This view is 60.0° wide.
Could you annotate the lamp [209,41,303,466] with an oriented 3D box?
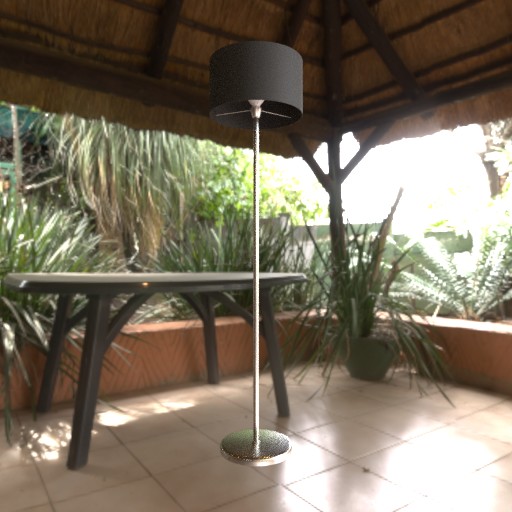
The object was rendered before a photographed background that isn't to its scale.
[{"bbox_3d":[0.000,0.000,1.657,0.348,1.443,0.348,0,-1,-36],"label":"lamp"}]
